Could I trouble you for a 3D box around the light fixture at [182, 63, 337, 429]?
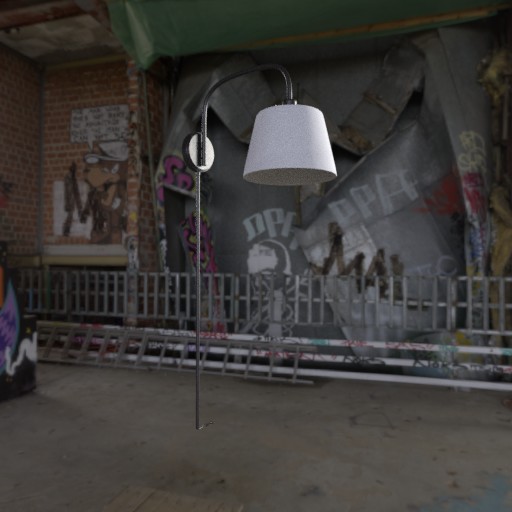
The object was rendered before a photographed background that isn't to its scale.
[{"bbox_3d":[0.000,0.000,0.463,0.176,0.399,0.092,-1,-1,37],"label":"light fixture"}]
